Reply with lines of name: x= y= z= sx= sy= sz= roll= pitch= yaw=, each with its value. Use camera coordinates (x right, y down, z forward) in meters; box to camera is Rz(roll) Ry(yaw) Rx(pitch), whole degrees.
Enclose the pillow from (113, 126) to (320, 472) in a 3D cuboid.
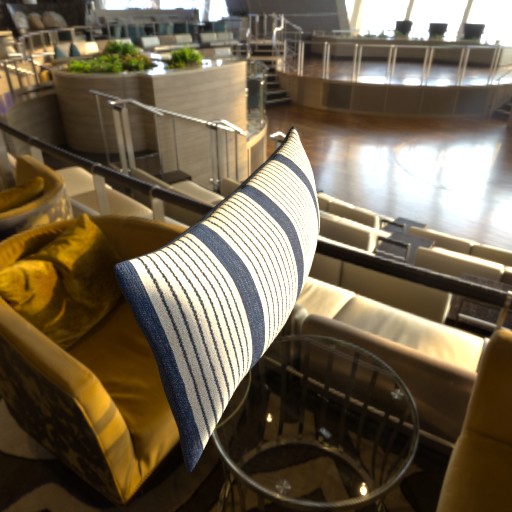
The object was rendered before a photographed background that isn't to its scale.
pillow: x=0.000 y=0.000 z=0.734 sx=0.156 sy=0.292 sz=0.608 roll=11 pitch=32 yaw=18
